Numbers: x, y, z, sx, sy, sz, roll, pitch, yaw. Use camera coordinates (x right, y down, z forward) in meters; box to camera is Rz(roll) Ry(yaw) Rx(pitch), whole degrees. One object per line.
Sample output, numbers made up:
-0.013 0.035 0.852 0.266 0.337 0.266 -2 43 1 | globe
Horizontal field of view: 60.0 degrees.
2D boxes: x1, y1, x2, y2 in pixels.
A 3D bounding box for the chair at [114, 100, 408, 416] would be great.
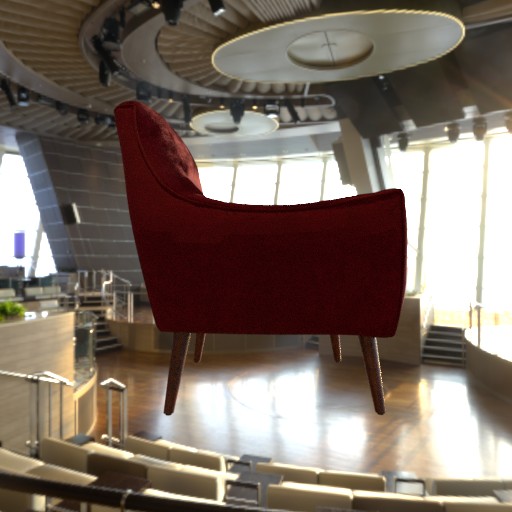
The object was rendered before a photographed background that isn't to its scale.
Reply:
0.000 0.000 1.467 0.787 0.838 0.762 0 0 0 | chair
